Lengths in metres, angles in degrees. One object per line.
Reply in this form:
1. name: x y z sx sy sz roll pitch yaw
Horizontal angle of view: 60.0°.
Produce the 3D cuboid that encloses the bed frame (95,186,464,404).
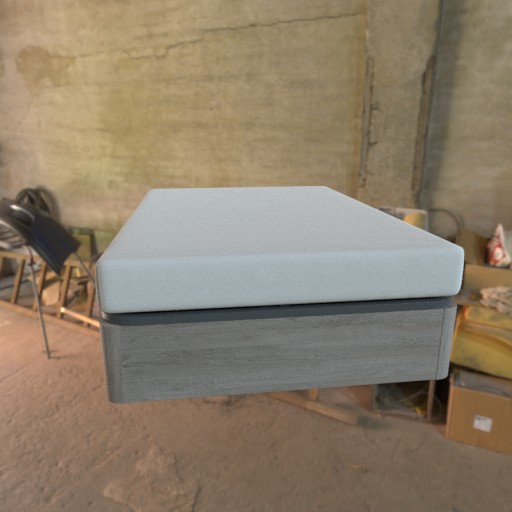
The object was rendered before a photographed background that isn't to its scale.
1. bed frame: 0.000 0.000 2.566 1.400 0.561 1.900 -2 16 -7
